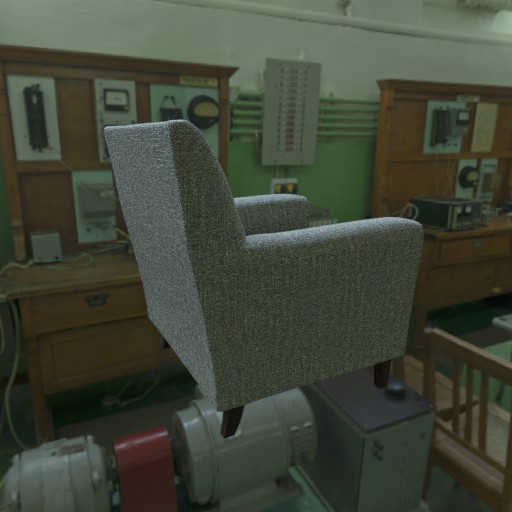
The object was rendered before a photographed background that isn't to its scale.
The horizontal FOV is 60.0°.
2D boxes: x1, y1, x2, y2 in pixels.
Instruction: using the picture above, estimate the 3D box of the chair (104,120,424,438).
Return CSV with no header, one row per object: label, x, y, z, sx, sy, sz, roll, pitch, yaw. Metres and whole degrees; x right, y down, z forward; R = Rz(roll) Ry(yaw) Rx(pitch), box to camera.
chair,0.000,0.000,1.640,0.873,0.928,0.864,-8,17,-27
